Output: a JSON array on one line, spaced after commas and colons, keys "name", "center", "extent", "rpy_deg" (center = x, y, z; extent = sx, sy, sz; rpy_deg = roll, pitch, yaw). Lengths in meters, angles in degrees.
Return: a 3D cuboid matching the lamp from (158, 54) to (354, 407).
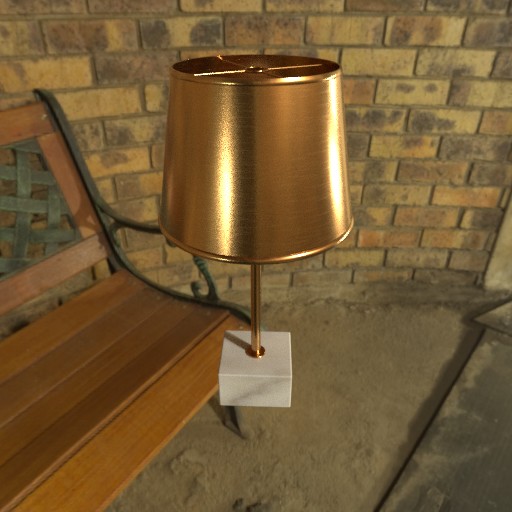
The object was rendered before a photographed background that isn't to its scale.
[{"name": "lamp", "center": [0.000, 0.000, 0.508], "extent": [0.208, 0.406, 0.208], "rpy_deg": [0, 31, 0]}]
